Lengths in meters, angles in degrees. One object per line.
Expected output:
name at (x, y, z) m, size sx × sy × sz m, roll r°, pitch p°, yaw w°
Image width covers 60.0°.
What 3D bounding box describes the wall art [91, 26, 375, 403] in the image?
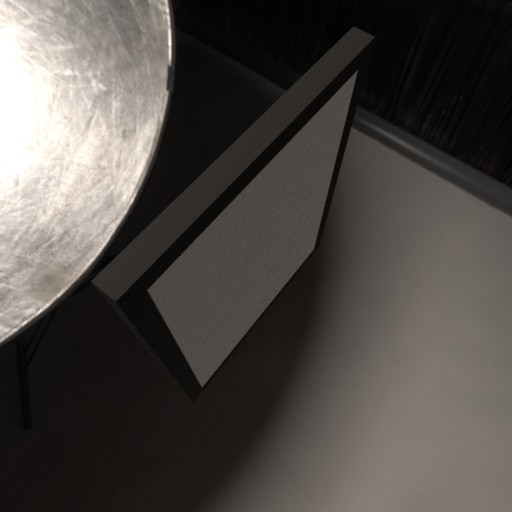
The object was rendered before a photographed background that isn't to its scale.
wall art at (0.000, 0.000, 0.531) m, size 0.024 × 0.404 × 0.329 m, roll 35°, pitch 68°, yaw 16°
